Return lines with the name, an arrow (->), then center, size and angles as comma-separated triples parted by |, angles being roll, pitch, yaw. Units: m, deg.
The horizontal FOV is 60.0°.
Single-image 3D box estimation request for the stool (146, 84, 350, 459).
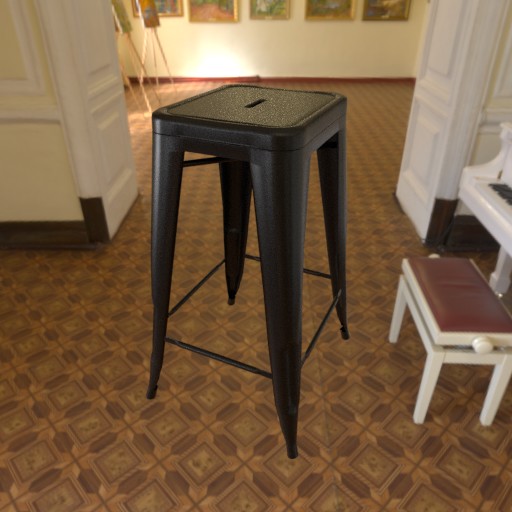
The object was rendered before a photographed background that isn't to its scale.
stool -> 0.000, 0.000, 0.907 | 0.423, 0.609, 0.455 | 7, 32, 12
